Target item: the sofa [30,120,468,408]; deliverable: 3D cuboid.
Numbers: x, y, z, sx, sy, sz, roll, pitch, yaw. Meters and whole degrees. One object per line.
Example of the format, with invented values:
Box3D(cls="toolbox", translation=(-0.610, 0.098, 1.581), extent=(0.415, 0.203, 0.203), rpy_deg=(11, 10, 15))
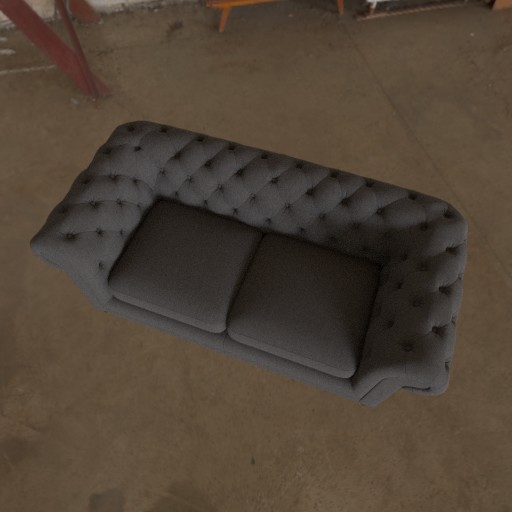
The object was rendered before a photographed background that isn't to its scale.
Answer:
Box3D(cls="sofa", translation=(0.000, 0.000, 2.402), extent=(1.998, 0.764, 0.986), rpy_deg=(17, 60, 11))
